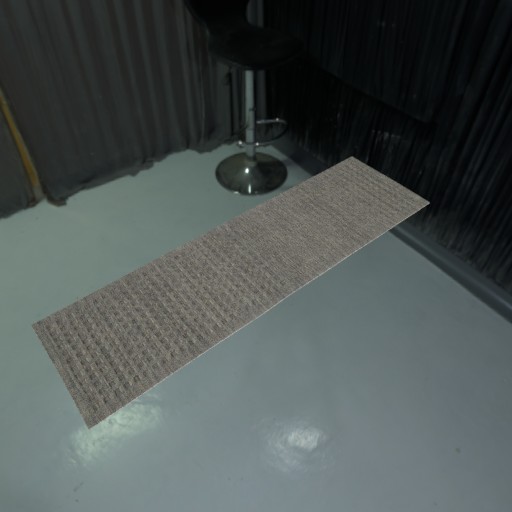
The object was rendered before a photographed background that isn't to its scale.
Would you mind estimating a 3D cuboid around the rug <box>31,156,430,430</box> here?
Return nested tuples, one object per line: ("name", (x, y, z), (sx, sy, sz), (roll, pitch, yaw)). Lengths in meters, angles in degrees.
("rug", (0.000, 0.000, 2.647), (2.443, 0.009, 0.706), (-30, 54, -25))
